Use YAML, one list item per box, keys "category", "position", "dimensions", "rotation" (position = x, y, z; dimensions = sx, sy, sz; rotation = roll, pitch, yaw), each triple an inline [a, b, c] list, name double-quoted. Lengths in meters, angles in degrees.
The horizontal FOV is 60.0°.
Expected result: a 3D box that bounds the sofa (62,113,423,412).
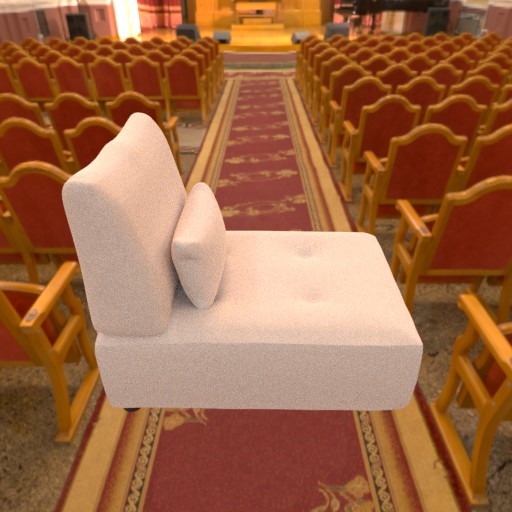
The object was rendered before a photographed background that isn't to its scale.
- category: "sofa"
  position: [0.000, 0.000, 1.545]
  dimensions: [1.000, 0.820, 0.700]
  rotation: [0, 32, 1]
